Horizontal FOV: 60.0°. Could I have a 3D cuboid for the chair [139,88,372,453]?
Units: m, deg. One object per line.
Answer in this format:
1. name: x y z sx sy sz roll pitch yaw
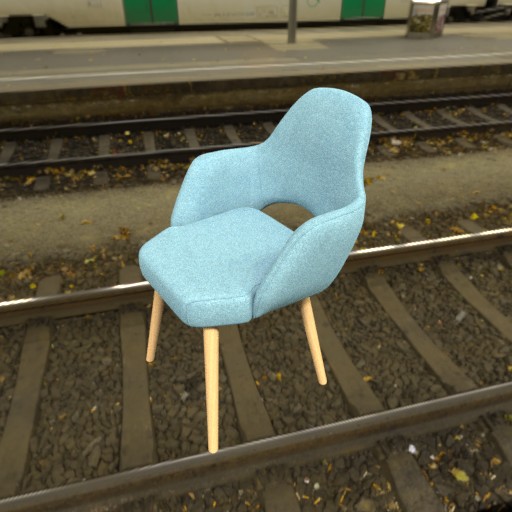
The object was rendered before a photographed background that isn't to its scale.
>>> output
1. chair: 0.000 0.000 1.393 0.666 0.920 0.589 -21 39 -29
